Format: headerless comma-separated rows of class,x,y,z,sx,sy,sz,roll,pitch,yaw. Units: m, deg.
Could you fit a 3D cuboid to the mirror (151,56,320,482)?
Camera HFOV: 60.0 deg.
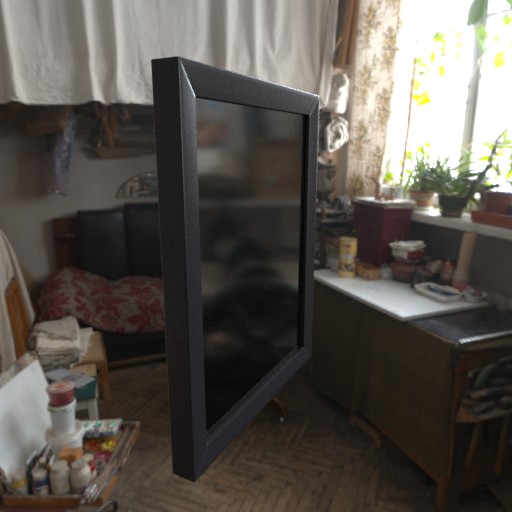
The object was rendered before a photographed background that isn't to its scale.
mirror,0.000,0.000,0.690,0.041,0.508,0.405,7,16,28
